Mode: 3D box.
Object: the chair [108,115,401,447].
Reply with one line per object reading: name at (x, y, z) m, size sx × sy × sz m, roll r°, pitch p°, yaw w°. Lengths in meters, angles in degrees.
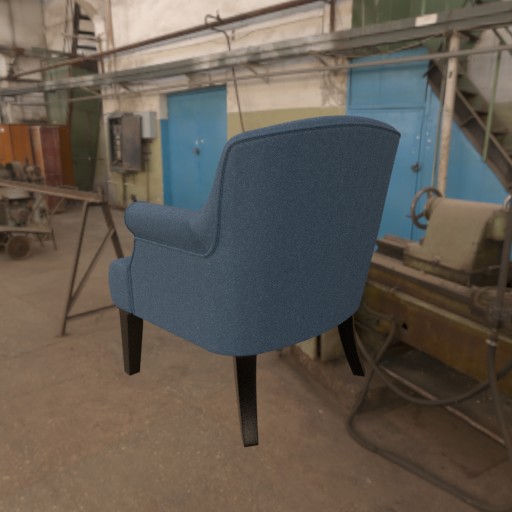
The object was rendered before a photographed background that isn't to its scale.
chair at (0.000, 0.000, 1.488) m, size 0.770 × 0.878 × 0.754 m, roll -14°, pitch 20°, yaw -42°
